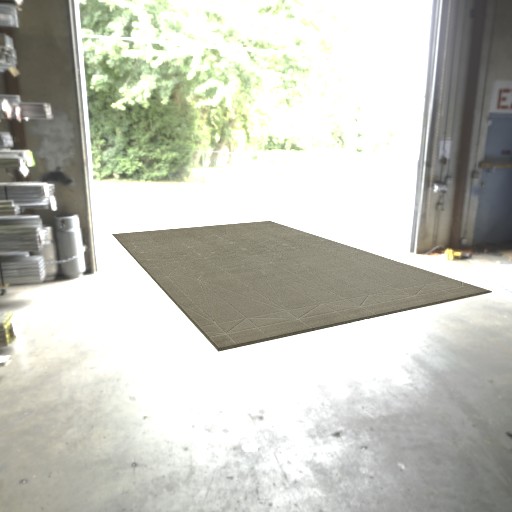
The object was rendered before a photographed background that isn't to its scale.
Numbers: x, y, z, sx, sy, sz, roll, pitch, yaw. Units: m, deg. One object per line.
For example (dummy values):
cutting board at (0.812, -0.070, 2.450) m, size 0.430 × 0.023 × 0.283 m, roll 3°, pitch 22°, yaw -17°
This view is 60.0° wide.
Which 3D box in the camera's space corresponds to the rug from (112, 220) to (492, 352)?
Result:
rug at (0.000, 0.000, 3.026) m, size 1.524 × 0.012 × 2.438 m, roll -7°, pitch 16°, yaw -26°
